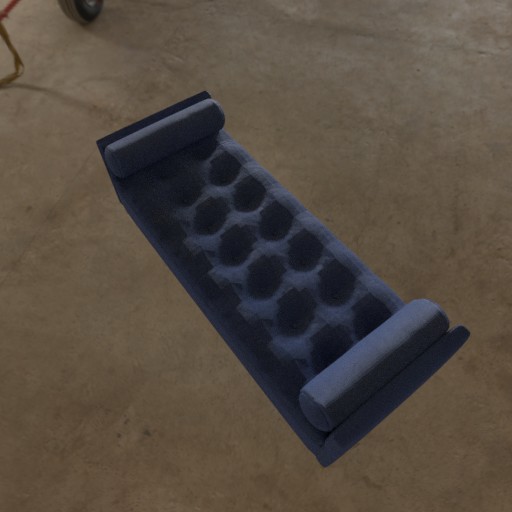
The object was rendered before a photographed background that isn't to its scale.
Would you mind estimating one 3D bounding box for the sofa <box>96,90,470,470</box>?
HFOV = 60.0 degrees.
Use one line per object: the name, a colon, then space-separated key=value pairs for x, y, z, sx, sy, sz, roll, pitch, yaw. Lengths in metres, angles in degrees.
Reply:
sofa: x=0.000 y=0.000 z=2.479 sx=0.796 sy=0.705 sz=2.102 roll=-33 pitch=63 yaw=-19
